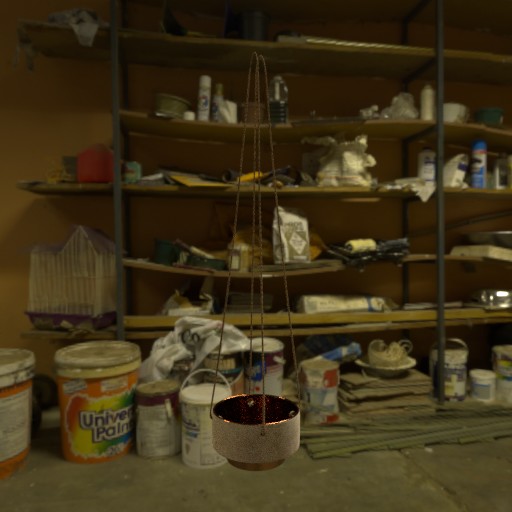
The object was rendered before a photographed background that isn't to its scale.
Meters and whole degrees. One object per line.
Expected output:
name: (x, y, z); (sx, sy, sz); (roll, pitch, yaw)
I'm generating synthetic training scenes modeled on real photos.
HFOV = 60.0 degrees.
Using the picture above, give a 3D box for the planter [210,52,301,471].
planter: (0.000, 0.000, 1.131); (0.223, 1.030, 0.223); (1, 1, 37)
